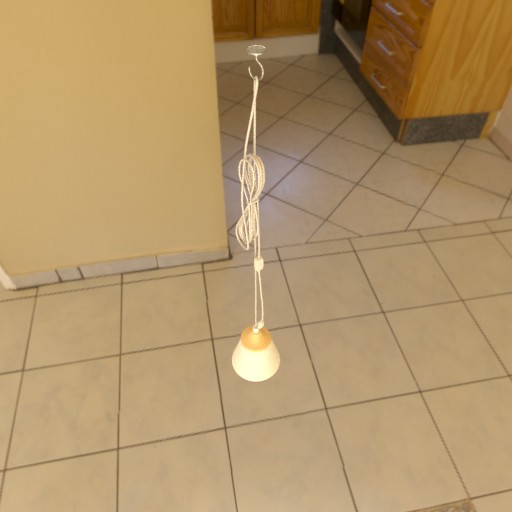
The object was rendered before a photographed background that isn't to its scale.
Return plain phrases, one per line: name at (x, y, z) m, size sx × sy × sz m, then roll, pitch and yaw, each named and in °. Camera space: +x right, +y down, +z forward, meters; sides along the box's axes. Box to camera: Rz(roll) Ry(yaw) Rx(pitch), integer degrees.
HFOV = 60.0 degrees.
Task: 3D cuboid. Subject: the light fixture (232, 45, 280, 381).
light fixture at (0.000, 0.000, 1.059) m, size 0.153 × 0.966 × 0.153 m, roll -15°, pitch 49°, yaw -14°
